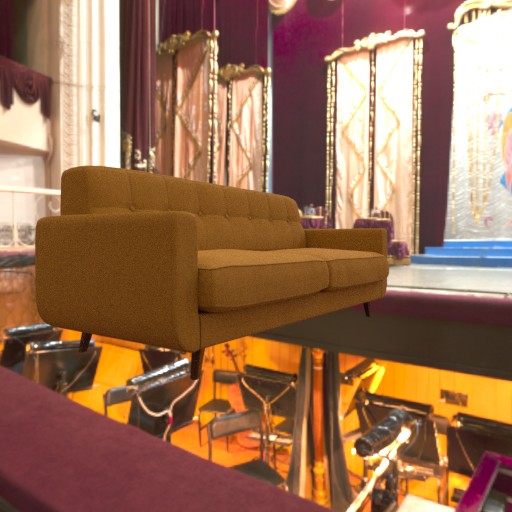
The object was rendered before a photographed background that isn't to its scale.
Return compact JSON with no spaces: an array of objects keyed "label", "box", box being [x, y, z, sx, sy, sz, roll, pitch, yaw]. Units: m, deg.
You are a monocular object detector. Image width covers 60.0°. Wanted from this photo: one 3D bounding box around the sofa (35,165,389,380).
[{"label":"sofa","box":[0.000,0.000,2.471,0.909,0.841,2.029,1,2,35]}]
